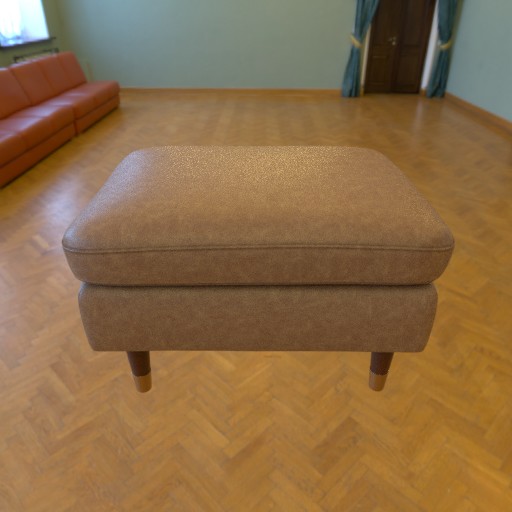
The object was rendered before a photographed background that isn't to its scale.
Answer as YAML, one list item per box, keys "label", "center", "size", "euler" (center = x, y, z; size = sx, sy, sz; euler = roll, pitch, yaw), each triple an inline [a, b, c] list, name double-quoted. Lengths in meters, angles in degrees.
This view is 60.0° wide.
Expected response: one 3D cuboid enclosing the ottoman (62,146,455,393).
- label: "ottoman"
  center: [0.000, 0.000, 1.116]
  size: [0.747, 0.478, 0.593]
  euler: [0, 30, 0]
